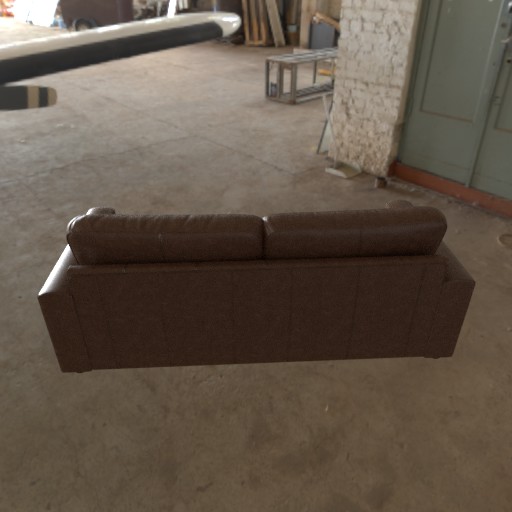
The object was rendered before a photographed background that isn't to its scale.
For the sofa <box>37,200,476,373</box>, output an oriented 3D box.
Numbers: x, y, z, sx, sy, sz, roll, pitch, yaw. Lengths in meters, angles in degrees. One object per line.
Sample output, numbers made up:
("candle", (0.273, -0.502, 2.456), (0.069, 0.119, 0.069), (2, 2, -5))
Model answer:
("sofa", (0.000, 0.000, 2.671), (2.179, 0.873, 1.016), (-2, 32, -3))
